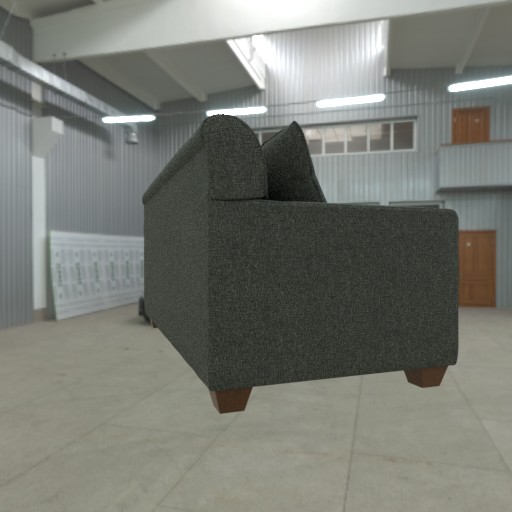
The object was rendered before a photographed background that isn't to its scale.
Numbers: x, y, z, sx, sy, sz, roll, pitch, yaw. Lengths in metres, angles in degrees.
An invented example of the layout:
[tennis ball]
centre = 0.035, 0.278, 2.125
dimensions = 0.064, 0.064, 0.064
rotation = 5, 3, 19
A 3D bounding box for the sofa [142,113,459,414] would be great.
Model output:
[sofa]
centre = 0.000, 0.000, 2.326
dimensions = 0.998, 0.958, 1.846
rotation = 0, 0, -20
